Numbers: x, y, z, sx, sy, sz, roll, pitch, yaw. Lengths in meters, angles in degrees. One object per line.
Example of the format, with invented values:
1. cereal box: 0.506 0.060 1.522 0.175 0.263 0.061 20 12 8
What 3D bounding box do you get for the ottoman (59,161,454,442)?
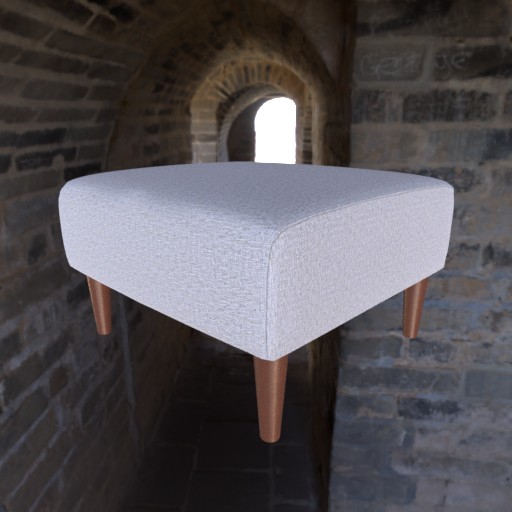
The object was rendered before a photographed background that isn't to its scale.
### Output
1. ottoman: 0.000 0.000 1.031 0.655 0.399 0.648 15 22 42
